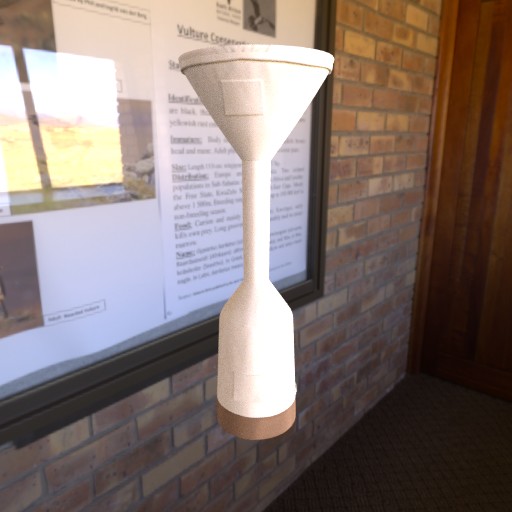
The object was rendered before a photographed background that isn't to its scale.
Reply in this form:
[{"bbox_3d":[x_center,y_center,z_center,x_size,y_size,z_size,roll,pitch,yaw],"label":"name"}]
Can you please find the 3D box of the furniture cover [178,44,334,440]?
[{"bbox_3d":[0.000,0.000,2.936,0.914,2.413,0.914,3,15,9],"label":"furniture cover"}]
